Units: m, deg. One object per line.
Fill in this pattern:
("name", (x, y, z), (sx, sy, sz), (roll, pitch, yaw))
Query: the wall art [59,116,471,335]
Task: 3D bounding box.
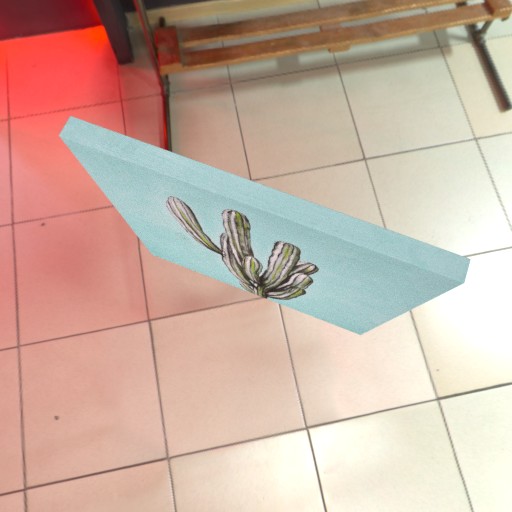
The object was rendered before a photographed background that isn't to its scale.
("wall art", (0.000, 0.000, 0.906), (0.603, 0.603, 0.036), (21, 75, 6))
